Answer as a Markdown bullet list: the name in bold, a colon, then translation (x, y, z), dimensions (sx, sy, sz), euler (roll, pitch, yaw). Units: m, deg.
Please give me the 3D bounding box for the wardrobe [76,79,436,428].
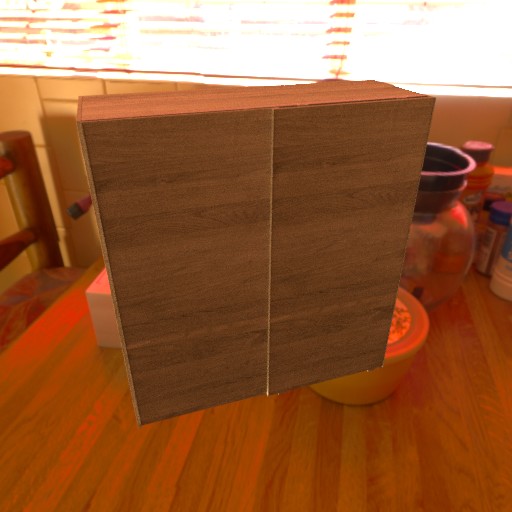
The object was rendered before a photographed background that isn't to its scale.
- **wardrobe**: translation (0.000, 0.000, 2.832), dimensions (1.780, 1.960, 0.629), euler (-9, 32, -16)
